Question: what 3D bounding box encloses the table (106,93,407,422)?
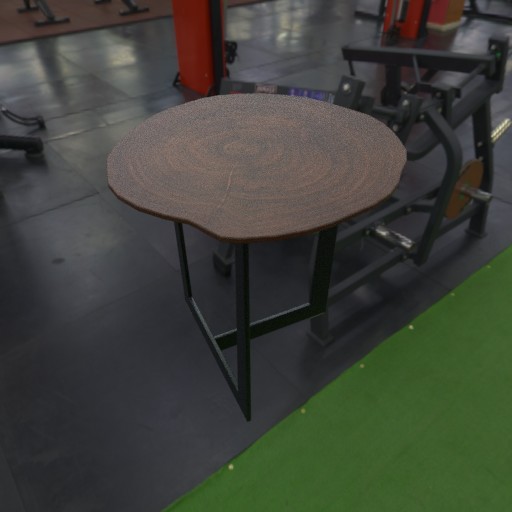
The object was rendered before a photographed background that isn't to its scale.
[{"bbox_3d":[0.000,0.000,0.885,0.494,0.476,0.477,-25,46,-27],"label":"table"}]
